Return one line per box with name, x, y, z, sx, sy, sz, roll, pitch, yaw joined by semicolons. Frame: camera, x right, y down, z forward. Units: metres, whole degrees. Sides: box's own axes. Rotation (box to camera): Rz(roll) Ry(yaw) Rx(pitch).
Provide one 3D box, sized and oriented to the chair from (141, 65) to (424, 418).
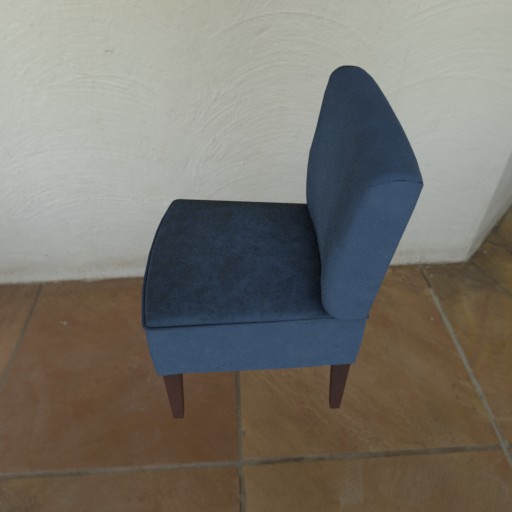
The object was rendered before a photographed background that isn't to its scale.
chair;0.000;0.000;1.149;0.551;0.806;0.521;0;42;0
